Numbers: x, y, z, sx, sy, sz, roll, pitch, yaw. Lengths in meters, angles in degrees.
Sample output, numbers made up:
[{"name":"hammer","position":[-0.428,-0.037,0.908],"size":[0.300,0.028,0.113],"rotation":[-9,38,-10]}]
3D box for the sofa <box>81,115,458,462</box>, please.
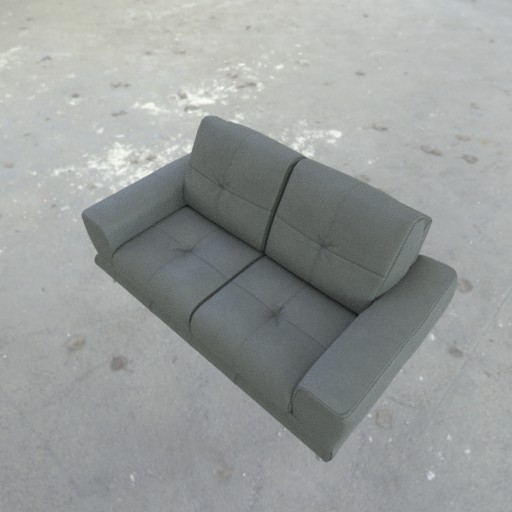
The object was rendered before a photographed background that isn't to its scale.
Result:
[{"name":"sofa","position":[0.000,0.000,2.352],"size":[1.806,0.907,1.018],"rotation":[33,54,28]}]
